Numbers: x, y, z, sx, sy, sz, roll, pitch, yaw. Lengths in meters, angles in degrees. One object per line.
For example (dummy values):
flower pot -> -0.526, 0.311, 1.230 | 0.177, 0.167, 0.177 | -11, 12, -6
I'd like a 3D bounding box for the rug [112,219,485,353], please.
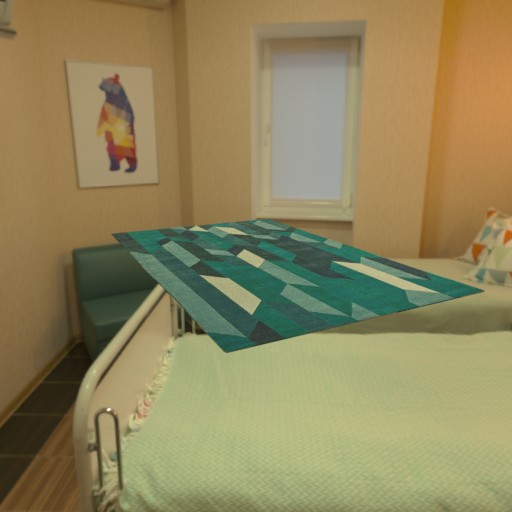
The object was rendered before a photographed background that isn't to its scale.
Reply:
rug -> 0.000, 0.000, 3.073 | 1.528, 0.005, 2.420 | -8, 17, -26
